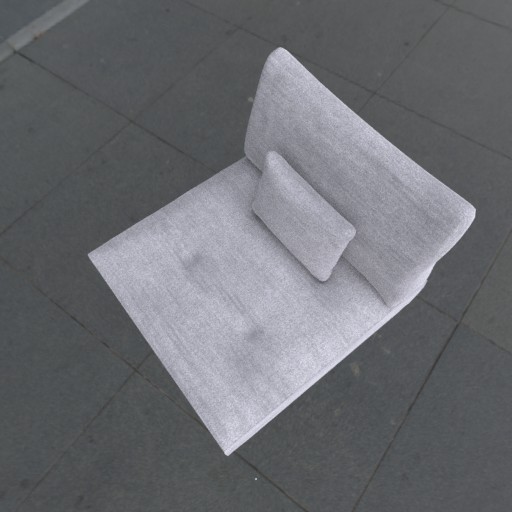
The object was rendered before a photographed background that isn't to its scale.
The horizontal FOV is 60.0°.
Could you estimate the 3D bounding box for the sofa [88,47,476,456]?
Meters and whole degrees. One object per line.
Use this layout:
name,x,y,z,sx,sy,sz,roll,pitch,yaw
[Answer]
sofa,0.000,0.000,1.666,1.000,0.820,0.930,-35,68,-16
